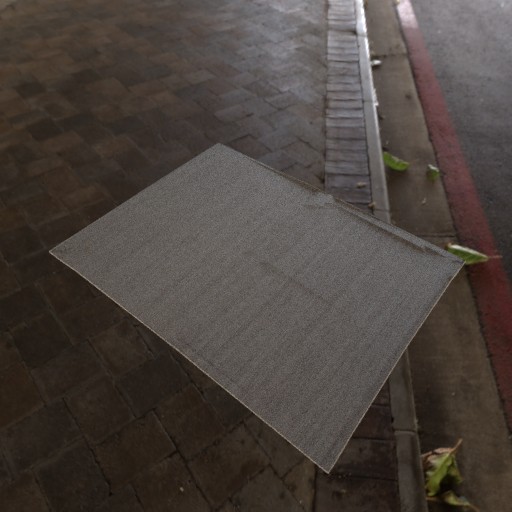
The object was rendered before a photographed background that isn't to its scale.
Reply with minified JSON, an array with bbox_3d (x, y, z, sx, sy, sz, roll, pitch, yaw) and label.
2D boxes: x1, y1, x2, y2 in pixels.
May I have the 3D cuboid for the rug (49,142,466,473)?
[{"bbox_3d":[0.000,0.000,5.007,3.778,0.053,2.873,31,54,25],"label":"rug"}]
